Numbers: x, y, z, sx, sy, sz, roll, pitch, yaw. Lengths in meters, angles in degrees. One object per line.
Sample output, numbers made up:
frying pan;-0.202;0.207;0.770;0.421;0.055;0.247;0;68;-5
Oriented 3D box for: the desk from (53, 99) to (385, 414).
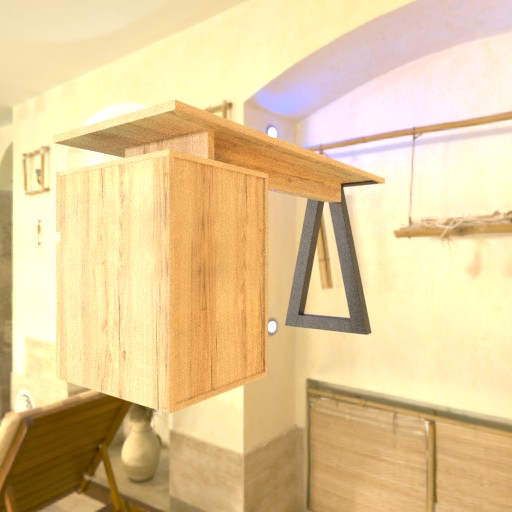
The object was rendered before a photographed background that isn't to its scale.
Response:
desk;0.000;0.000;1.791;0.550;0.760;1.400;0;0;36
